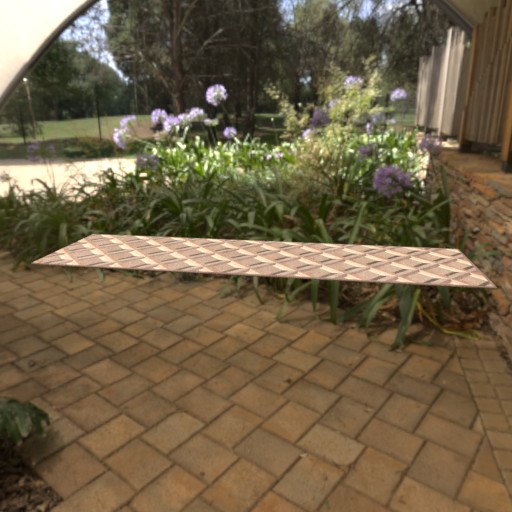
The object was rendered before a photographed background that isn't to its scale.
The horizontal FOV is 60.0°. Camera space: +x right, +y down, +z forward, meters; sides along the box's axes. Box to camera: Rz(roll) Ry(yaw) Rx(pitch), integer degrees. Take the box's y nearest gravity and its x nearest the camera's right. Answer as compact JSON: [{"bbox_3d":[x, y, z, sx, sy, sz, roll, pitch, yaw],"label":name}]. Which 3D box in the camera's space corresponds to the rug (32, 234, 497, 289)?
[{"bbox_3d":[0.000,0.000,2.612,2.437,0.013,0.685,3,17,9],"label":"rug"}]
